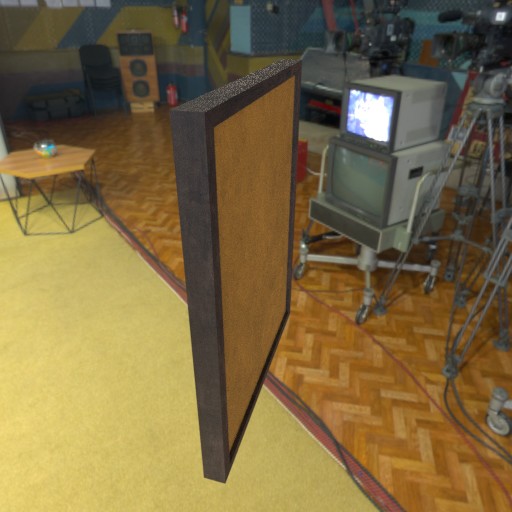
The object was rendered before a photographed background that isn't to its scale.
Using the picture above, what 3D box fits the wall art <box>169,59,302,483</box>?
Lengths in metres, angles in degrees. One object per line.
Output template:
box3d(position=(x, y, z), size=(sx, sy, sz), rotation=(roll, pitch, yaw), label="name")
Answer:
box3d(position=(0.000, 0.000, 0.538), size=(0.027, 0.406, 0.329), rotation=(8, 31, 14), label="wall art")
